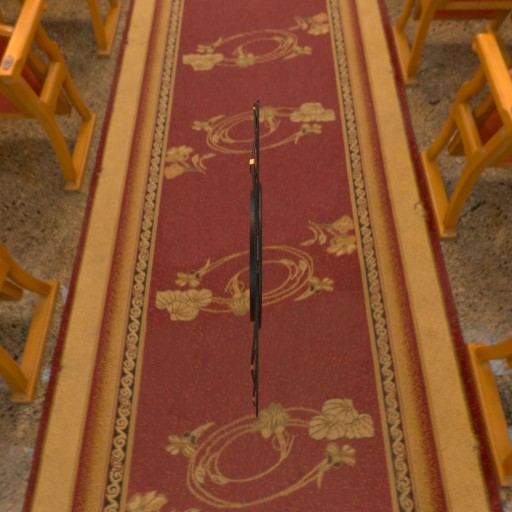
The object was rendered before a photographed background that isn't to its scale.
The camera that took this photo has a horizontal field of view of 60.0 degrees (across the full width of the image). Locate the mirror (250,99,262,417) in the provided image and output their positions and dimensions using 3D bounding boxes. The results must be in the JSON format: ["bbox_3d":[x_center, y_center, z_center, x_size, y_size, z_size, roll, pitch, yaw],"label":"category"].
[{"bbox_3d":[0.000,0.000,1.160,0.028,0.775,0.797,0,63,0],"label":"mirror"}]
